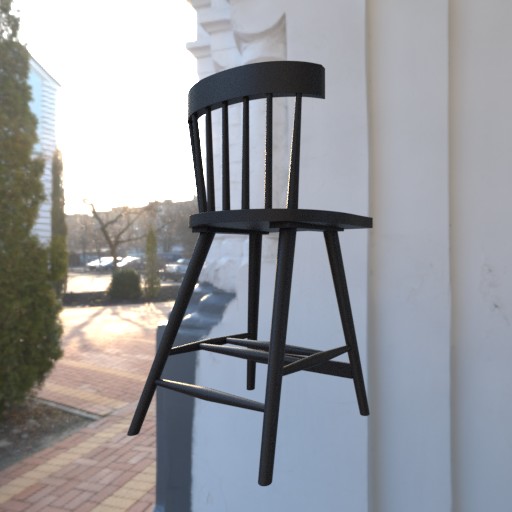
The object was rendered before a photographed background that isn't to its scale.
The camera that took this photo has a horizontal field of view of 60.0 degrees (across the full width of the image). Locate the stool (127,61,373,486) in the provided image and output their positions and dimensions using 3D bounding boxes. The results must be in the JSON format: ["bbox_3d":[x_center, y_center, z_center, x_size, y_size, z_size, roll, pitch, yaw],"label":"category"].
[{"bbox_3d":[0.000,0.000,1.266,0.494,0.953,0.549,0,-1,37],"label":"stool"}]
